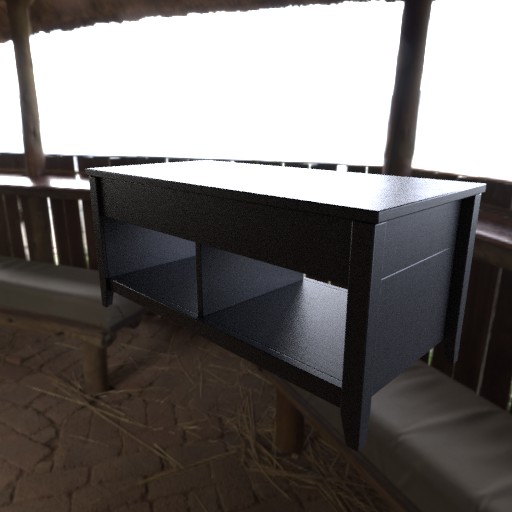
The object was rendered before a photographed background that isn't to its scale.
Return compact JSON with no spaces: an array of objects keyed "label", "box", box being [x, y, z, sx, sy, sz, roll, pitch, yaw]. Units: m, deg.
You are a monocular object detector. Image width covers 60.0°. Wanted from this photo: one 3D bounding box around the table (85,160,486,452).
[{"label":"table","box":[0.000,0.000,1.263,1.016,0.457,0.483,16,23,42]}]
